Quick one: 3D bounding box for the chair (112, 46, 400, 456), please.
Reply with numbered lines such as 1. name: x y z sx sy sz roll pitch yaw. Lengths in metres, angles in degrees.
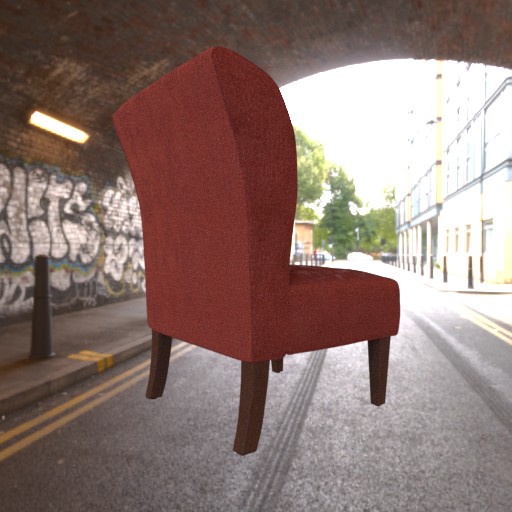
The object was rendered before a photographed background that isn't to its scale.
1. chair: 0.000 0.000 1.253 0.640 0.846 0.538 0 1 -38
